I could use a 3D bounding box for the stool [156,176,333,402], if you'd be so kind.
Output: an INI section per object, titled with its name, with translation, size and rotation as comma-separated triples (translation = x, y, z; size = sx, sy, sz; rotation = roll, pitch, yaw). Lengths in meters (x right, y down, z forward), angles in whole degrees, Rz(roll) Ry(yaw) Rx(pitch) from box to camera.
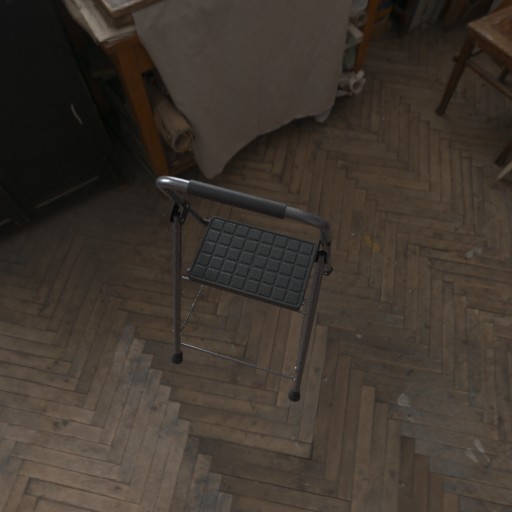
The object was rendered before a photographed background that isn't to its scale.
[stool]
translation = 0.000, 0.000, 1.185
size = 0.450, 0.872, 0.514
rotation = 15, 64, 8
